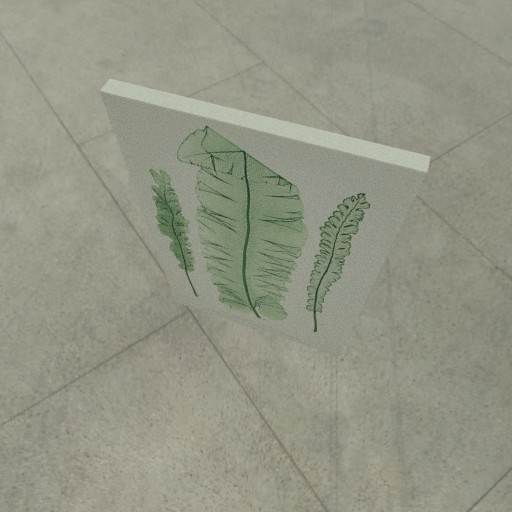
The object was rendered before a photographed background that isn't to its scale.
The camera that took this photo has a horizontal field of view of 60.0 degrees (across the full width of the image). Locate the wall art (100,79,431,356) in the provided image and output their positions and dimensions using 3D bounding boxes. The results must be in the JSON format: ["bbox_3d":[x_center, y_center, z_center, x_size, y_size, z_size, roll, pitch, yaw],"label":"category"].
[{"bbox_3d":[0.000,0.000,1.180,0.610,0.914,0.038,17,60,10],"label":"wall art"}]
